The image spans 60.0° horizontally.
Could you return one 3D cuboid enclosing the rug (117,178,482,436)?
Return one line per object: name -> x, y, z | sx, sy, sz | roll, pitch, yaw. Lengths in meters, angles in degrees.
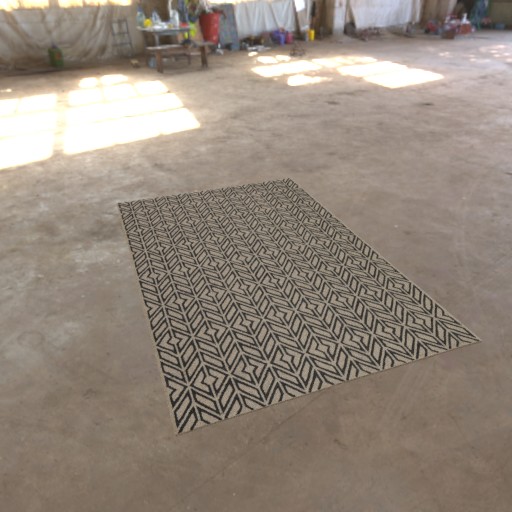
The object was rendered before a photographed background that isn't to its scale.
rug -> 0.000, 0.000, 2.291 | 1.220, 0.007, 1.828 | -11, 33, -17
